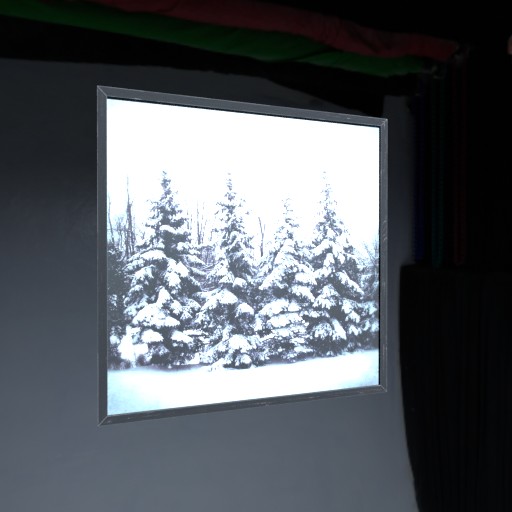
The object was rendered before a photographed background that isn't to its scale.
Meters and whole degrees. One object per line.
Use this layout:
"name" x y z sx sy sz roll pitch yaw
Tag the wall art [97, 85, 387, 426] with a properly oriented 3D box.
"wall art" 0.000 0.000 1.131 0.761 0.761 0.037 0 0 -19
